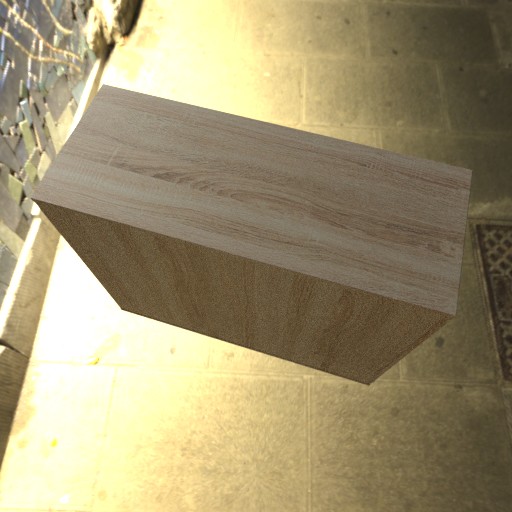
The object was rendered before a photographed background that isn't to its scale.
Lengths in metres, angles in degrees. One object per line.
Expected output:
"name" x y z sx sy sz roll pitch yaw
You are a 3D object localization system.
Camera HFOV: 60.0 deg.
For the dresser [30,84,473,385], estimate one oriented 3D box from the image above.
"dresser" 0.000 0.000 1.587 1.100 0.900 0.450 15 65 8
